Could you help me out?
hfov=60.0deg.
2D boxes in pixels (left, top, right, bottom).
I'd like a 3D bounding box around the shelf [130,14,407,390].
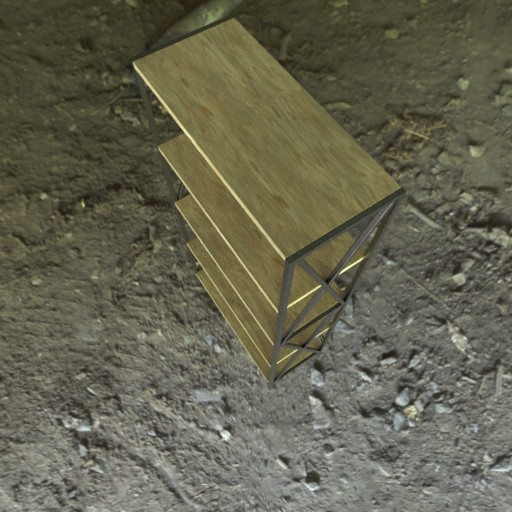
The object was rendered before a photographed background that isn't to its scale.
[{"bbox_3d":[0.000,0.000,2.107,0.386,1.803,0.874,-31,68,-14],"label":"shelf"}]
